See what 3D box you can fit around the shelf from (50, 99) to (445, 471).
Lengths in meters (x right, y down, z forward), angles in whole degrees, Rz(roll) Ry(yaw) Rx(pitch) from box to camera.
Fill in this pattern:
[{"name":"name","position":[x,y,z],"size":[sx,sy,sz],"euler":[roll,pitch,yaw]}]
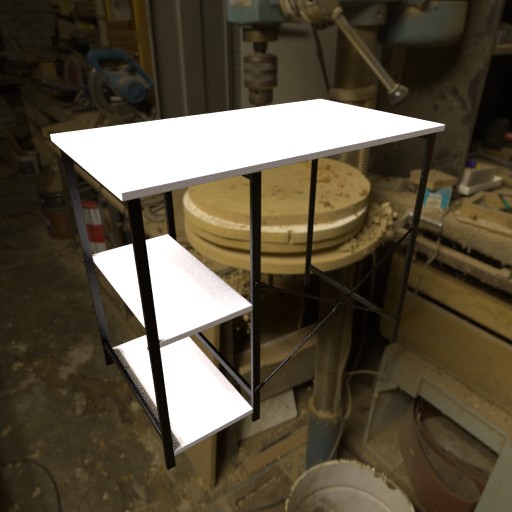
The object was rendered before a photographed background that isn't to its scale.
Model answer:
[{"name":"shelf","position":[0.000,0.000,1.331],"size":[0.902,0.750,0.498],"euler":[-19,34,-30]}]
